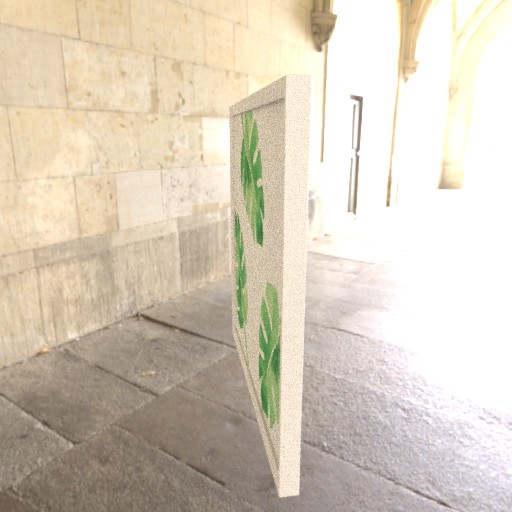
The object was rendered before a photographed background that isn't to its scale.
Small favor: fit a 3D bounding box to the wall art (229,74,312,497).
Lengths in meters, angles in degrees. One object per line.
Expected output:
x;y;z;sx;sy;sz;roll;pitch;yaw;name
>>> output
0.000;0.000;1.121;0.040;0.762;0.762;-3;15;-9;wall art
